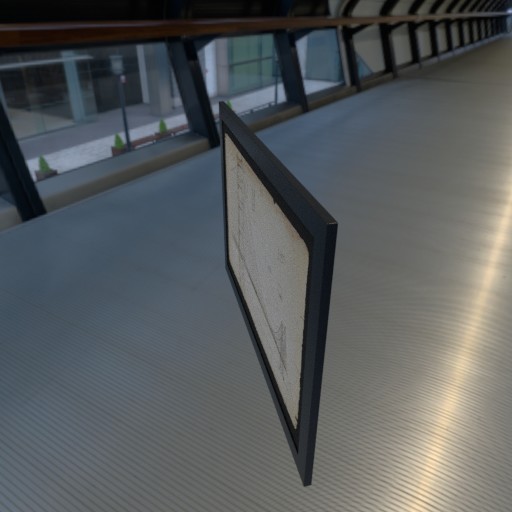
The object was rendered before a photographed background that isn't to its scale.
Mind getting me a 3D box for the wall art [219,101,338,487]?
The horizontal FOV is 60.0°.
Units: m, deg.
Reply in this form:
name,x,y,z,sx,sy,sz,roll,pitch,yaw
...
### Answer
name,x,y,z,sx,sy,sz,roll,pitch,yaw
wall art,0.000,0.000,0.847,0.013,0.447,0.660,-7,31,-12
